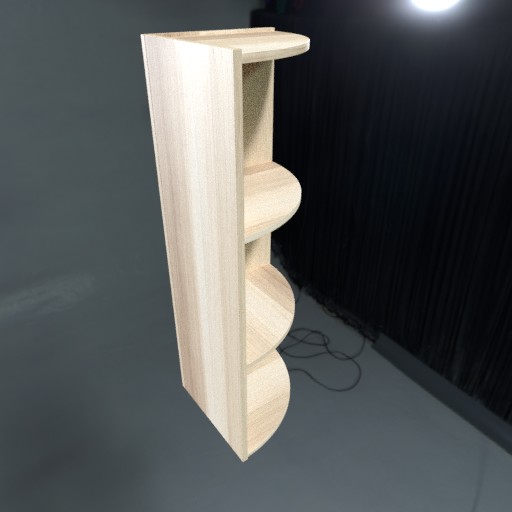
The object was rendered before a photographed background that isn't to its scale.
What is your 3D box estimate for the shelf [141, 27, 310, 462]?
[{"bbox_3d":[0.000,0.000,0.977,0.290,0.872,0.290,-21,37,-31],"label":"shelf"}]
